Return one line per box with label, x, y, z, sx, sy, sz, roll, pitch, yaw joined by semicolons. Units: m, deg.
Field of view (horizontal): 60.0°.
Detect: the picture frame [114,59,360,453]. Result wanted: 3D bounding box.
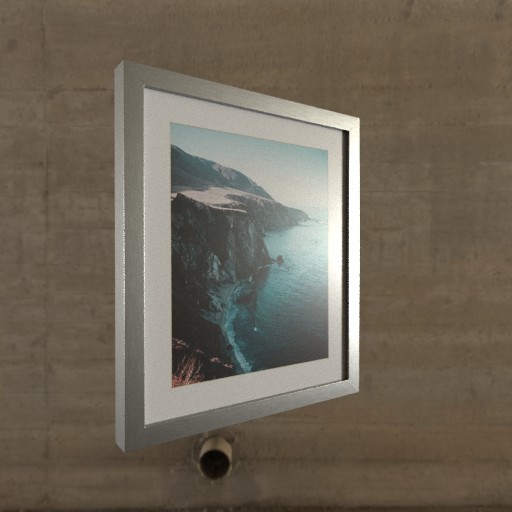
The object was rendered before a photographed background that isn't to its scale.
picture frame;0.000;0.000;1.357;0.839;0.968;0.073;0;1;-35
